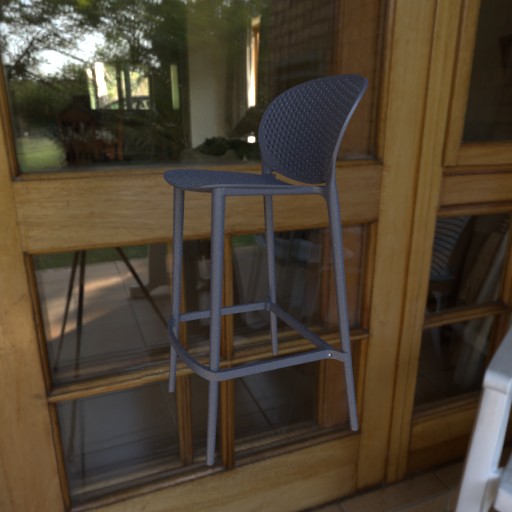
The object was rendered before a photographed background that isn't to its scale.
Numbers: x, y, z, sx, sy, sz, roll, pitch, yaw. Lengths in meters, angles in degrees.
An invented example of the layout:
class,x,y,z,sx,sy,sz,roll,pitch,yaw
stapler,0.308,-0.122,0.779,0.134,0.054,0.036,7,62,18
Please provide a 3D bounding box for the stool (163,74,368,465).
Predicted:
class,x,y,z,sx,sy,sz,roll,pitch,yaw
stool,0.000,0.000,1.354,0.535,1.045,0.536,-8,19,-25
